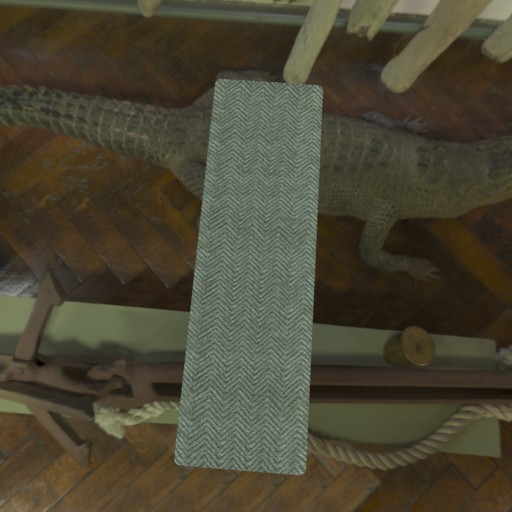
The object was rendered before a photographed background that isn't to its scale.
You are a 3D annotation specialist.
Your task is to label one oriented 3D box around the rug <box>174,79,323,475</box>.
[{"bbox_3d":[0.000,0.000,2.562,0.686,0.008,2.286,4,77,1],"label":"rug"}]
